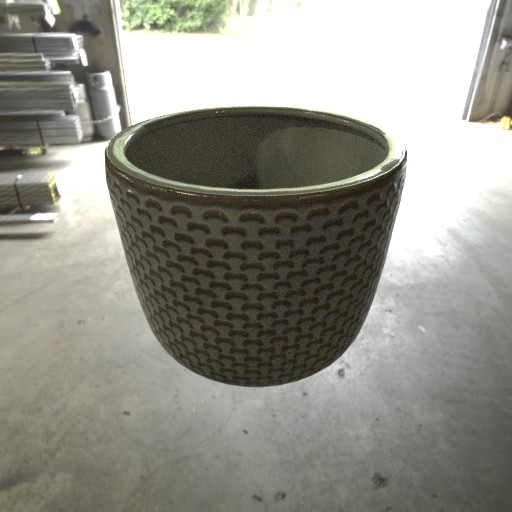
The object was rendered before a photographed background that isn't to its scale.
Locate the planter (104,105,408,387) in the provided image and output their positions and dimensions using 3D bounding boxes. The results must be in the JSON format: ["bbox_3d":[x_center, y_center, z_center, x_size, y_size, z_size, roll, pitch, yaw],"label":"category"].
[{"bbox_3d":[0.000,0.000,0.241,0.139,0.130,0.139,0,31,0],"label":"planter"}]
